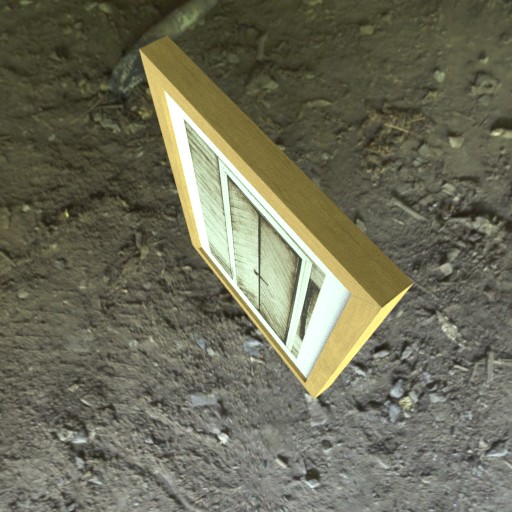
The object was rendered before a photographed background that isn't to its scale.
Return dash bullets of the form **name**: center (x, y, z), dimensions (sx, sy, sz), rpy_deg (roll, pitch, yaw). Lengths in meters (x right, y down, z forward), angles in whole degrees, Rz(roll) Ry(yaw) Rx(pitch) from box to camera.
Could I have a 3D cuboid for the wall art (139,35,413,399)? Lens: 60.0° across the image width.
- **wall art**: center (0.000, 0.000, 0.520), dimensions (0.030, 0.380, 0.312), rpy_deg (-34, 68, -16)
